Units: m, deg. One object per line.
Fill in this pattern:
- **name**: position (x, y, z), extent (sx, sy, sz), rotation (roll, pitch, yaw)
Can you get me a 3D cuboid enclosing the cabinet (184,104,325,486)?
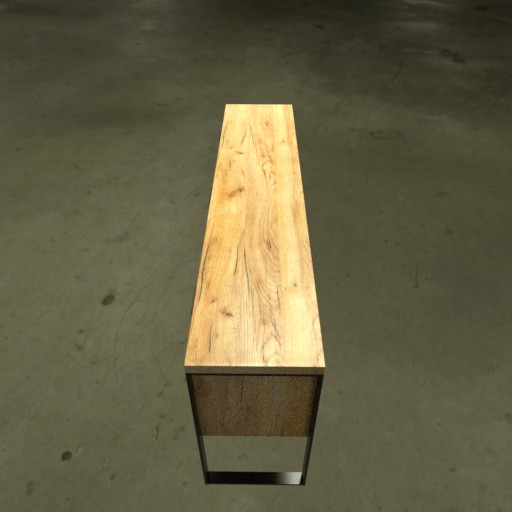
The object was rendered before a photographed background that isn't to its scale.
- **cabinet**: position (0.000, 0.000, 2.127), extent (0.395, 0.762, 1.800), rotation (0, 41, 1)
